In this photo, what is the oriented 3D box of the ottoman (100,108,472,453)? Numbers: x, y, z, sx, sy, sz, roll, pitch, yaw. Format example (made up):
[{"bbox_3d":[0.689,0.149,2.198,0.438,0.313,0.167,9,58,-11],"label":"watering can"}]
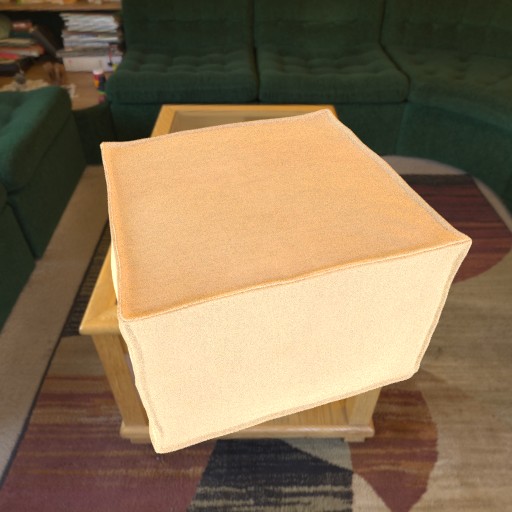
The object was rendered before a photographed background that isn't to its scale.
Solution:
[{"bbox_3d":[0.000,0.000,1.152,0.707,0.470,0.696,-12,43,-13],"label":"ottoman"}]
